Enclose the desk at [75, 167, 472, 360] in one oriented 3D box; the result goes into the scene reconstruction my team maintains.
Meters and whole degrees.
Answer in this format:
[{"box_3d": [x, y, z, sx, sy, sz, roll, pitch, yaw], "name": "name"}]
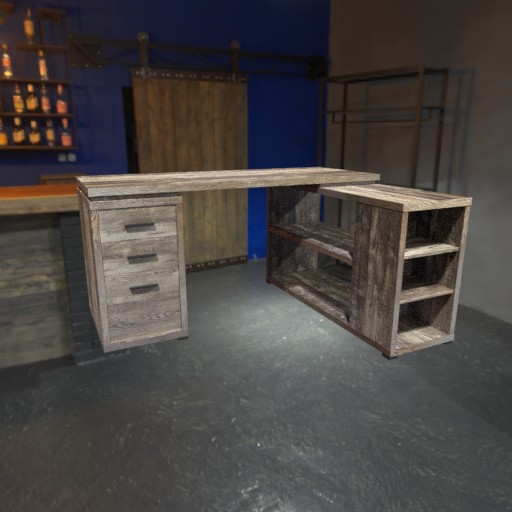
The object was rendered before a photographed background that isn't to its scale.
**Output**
[{"box_3d": [0.000, 0.000, 2.227, 1.524, 0.753, 1.200, -7, 17, -25], "name": "desk"}]
